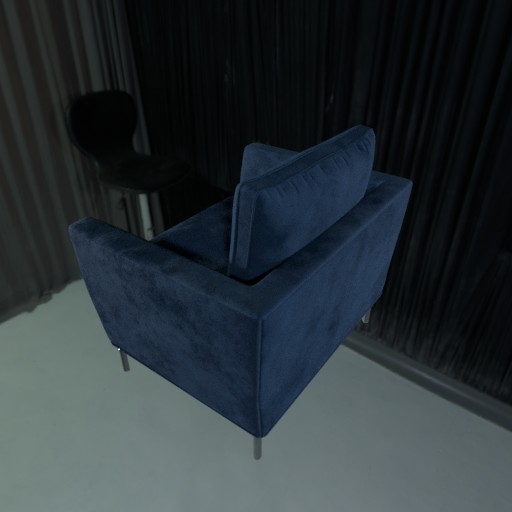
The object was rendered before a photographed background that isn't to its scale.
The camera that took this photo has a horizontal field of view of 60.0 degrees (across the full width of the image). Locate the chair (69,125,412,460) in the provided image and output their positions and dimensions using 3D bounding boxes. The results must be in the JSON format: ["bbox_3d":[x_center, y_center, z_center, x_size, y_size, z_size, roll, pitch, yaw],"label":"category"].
[{"bbox_3d":[0.000,0.000,1.616,0.746,0.893,0.977,22,39,30],"label":"chair"}]
